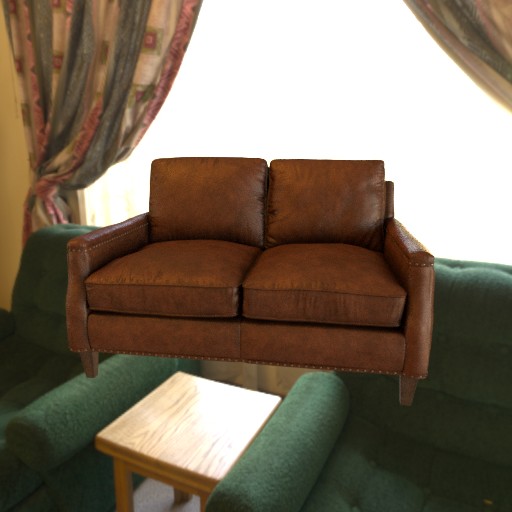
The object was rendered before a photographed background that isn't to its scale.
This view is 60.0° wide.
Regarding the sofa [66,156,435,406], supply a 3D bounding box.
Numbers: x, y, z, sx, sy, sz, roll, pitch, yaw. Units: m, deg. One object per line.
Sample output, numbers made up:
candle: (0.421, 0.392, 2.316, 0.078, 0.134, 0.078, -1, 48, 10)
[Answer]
sofa: (0.000, 0.000, 2.337, 1.628, 1.003, 1.083, 2, 14, 9)
